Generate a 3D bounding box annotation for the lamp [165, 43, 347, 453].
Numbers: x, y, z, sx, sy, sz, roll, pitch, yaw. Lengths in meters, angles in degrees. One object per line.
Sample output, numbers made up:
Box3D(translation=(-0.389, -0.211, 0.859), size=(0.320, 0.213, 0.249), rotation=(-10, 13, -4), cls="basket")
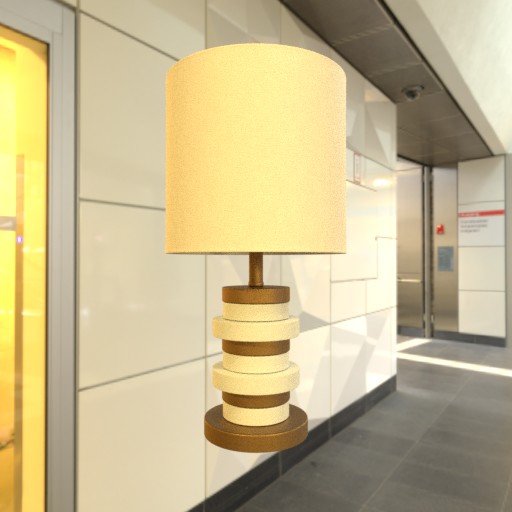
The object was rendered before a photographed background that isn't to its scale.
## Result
Box3D(translation=(0.000, 0.000, 0.523), size=(0.210, 0.410, 0.210), rotation=(0, -1, 16), cls="lamp")
